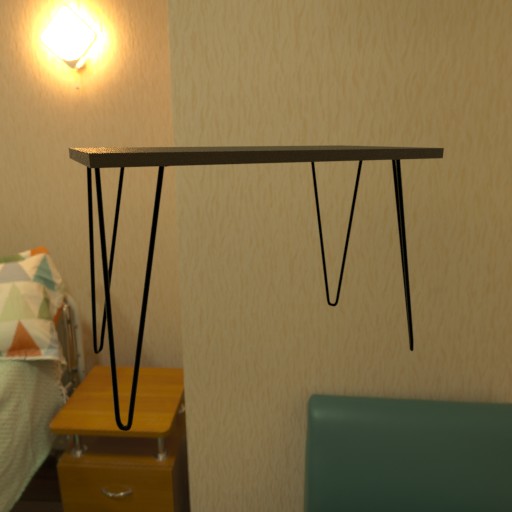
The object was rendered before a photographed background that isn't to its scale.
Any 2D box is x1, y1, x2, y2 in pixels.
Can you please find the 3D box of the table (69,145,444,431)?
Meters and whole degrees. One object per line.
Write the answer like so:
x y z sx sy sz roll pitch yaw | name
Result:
0.000 0.000 1.395 0.991 0.660 0.499 -7 17 -26 | table
